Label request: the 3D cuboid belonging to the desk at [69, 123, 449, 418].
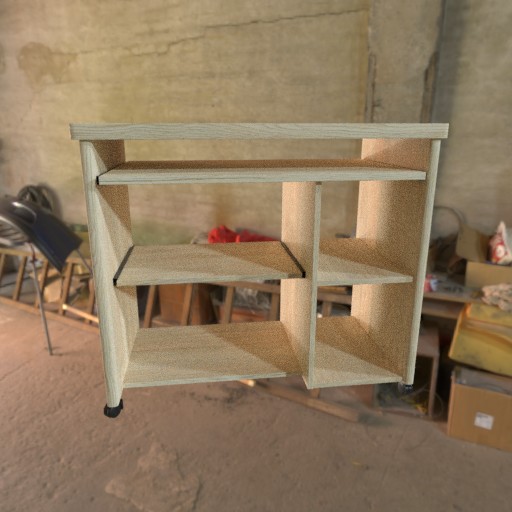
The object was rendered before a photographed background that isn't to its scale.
[{"bbox_3d":[0.000,0.000,1.346,0.885,0.770,0.480,-2,17,-7],"label":"desk"}]
